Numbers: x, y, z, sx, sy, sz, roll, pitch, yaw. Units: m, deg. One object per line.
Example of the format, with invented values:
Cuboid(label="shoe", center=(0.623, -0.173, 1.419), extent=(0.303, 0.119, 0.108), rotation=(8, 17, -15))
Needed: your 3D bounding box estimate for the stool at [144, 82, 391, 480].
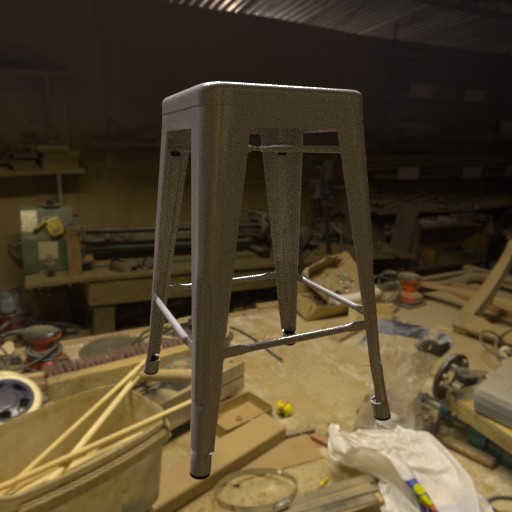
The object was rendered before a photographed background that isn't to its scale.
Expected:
Cuboid(label="stool", center=(0.000, 0.000, 0.887), extent=(0.406, 0.610, 0.406), rotation=(-6, 15, -24))
